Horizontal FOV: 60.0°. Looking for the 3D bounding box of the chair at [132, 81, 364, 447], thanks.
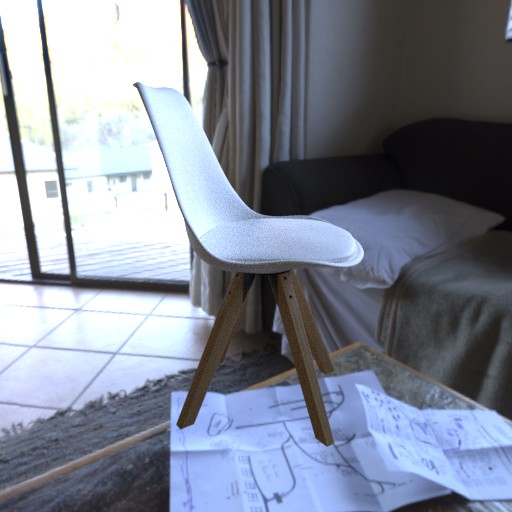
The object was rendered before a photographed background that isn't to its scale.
[{"bbox_3d":[0.000,0.000,1.168,0.550,0.849,0.485,3,17,9],"label":"chair"}]
